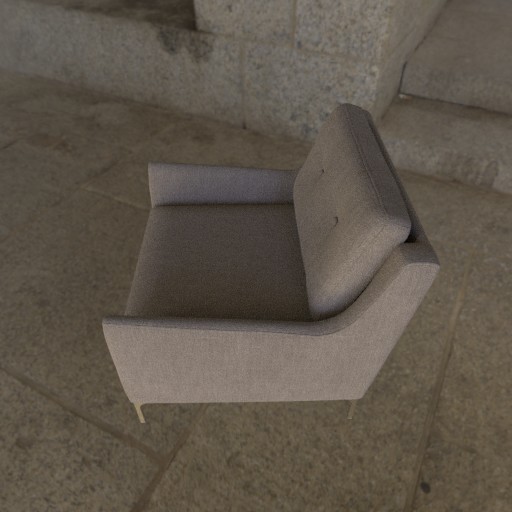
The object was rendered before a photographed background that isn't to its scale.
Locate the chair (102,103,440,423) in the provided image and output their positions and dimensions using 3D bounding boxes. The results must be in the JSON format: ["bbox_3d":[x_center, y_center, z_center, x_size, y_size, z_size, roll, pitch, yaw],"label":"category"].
[{"bbox_3d":[0.000,0.000,1.545,0.849,0.828,0.847,-1,43,-1],"label":"chair"}]
